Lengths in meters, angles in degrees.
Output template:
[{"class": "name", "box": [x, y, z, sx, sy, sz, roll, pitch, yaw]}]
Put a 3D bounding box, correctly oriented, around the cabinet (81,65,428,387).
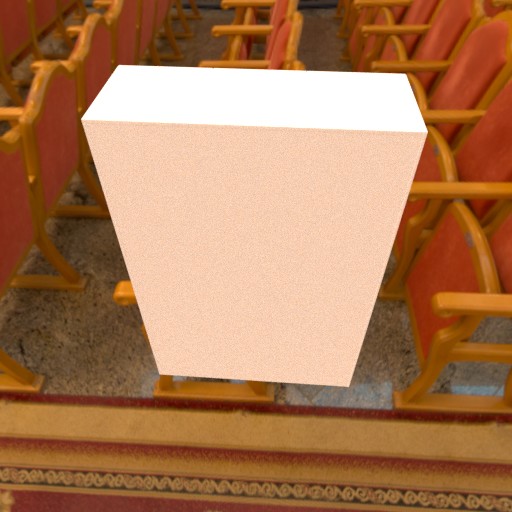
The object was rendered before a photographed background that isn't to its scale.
[{"class": "cabinet", "box": [0.000, 0.000, 2.507, 1.290, 1.910, 0.510, 3, 46, 3]}]
